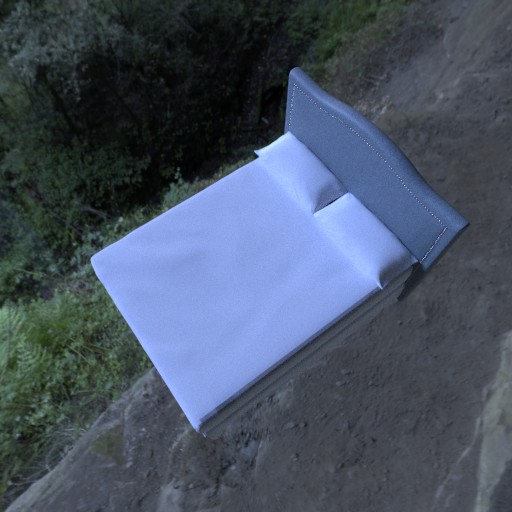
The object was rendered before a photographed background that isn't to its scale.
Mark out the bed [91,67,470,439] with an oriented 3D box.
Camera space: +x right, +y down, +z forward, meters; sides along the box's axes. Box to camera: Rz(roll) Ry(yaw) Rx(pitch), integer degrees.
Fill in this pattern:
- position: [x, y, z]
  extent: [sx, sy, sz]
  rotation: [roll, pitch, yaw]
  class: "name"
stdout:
- position: [0.000, 0.000, 3.403]
  extent: [2.143, 1.460, 1.753]
  rotation: [-33, 68, -15]
  class: "bed"
